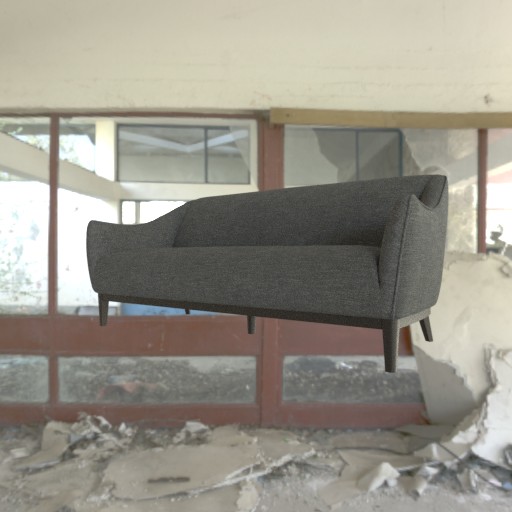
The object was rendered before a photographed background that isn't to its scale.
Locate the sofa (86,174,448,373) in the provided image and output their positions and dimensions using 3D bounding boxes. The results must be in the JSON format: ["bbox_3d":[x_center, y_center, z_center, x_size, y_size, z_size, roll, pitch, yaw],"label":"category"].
[{"bbox_3d":[0.000,0.000,2.397,1.928,0.829,0.867,0,0,37],"label":"sofa"}]
